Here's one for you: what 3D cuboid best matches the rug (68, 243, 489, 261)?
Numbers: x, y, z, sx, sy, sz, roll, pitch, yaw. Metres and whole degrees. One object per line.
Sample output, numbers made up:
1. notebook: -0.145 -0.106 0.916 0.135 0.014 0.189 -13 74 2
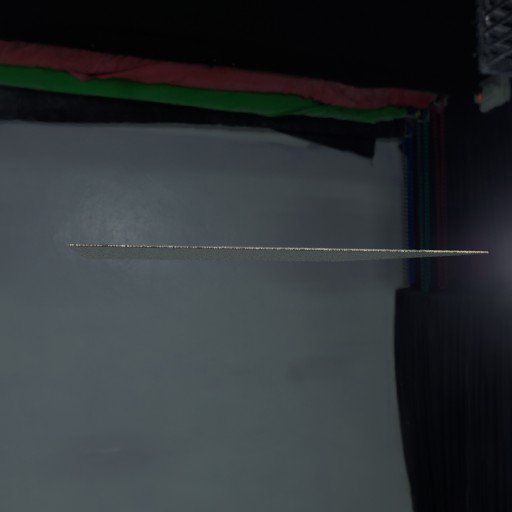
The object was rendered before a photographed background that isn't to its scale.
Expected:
1. rug: 0.000 0.000 3.960 2.932 0.015 2.315 1 -2 -18
